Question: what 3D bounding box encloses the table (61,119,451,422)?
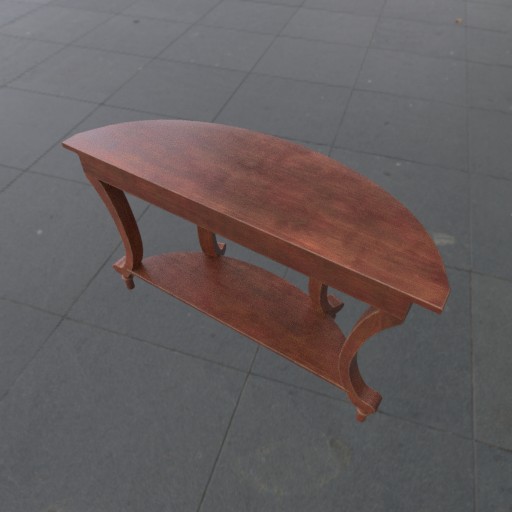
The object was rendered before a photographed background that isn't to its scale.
[{"bbox_3d":[0.000,0.000,1.530,1.198,0.699,0.394,25,51,22],"label":"table"}]
